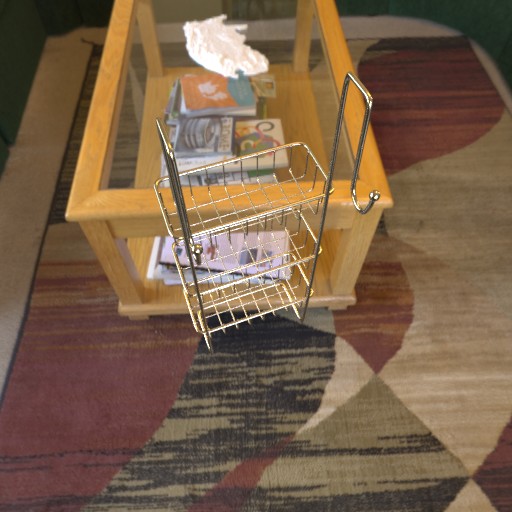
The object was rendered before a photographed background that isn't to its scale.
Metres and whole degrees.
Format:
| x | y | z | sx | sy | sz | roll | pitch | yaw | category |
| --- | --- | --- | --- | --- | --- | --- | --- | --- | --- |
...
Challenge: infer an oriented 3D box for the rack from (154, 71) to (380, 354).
| x | y | z | sx | sy | sz | roll | pitch | yaw | category |
| --- | --- | --- | --- | --- | --- | --- | --- | --- | --- |
| 0.000 | 0.000 | 0.658 | 0.228 | 0.574 | 0.202 | -17 | 58 | -11 | rack |
